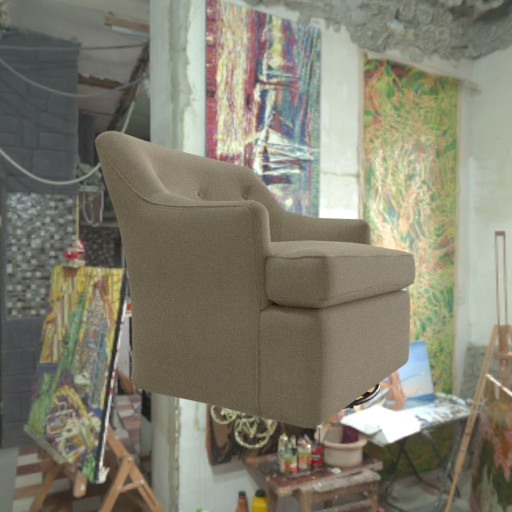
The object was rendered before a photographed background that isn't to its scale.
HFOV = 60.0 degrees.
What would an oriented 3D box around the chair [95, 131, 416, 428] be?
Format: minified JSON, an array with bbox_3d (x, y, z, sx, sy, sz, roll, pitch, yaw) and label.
[{"bbox_3d":[0.000,0.000,1.569,0.923,0.856,0.864,0,1,34],"label":"chair"}]
